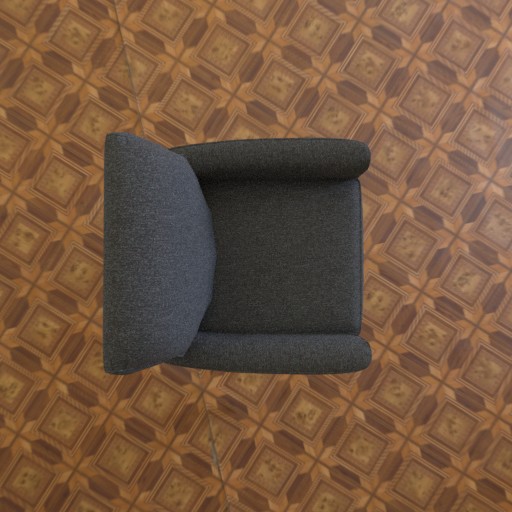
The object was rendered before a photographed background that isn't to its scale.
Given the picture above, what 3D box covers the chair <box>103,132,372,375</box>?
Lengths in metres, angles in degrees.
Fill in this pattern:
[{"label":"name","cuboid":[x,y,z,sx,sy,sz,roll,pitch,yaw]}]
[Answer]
[{"label":"chair","cuboid":[0.000,0.000,1.652,0.850,1.016,0.839,0,89,-1]}]
